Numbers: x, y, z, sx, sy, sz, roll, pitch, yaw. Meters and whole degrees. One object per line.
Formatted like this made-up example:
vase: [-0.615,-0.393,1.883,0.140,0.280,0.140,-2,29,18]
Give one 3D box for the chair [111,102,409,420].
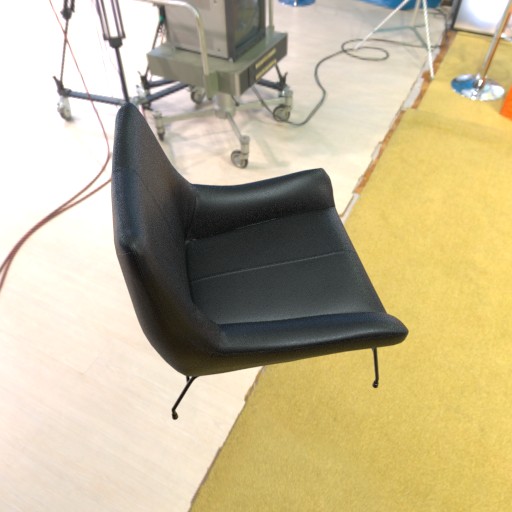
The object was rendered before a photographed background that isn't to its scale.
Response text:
chair: [0.000,0.000,1.567,0.826,0.922,0.836,-9,49,-8]
